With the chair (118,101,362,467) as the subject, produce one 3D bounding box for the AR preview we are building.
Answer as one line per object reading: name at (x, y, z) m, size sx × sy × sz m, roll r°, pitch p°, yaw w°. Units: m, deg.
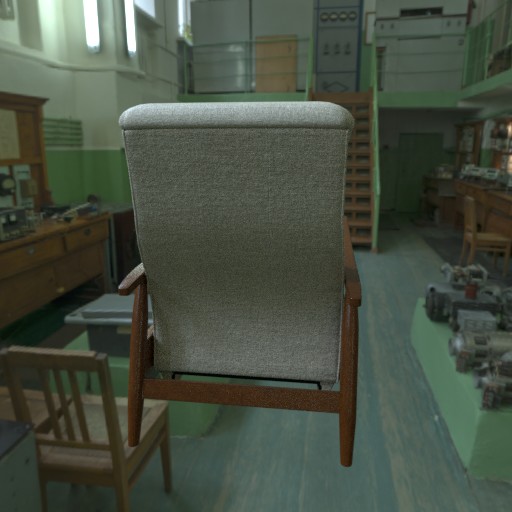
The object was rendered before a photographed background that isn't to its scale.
chair at (0.000, 0.000, 1.759) m, size 0.762 × 1.082 × 1.014 m, roll 2°, pitch 15°, yaw 7°
